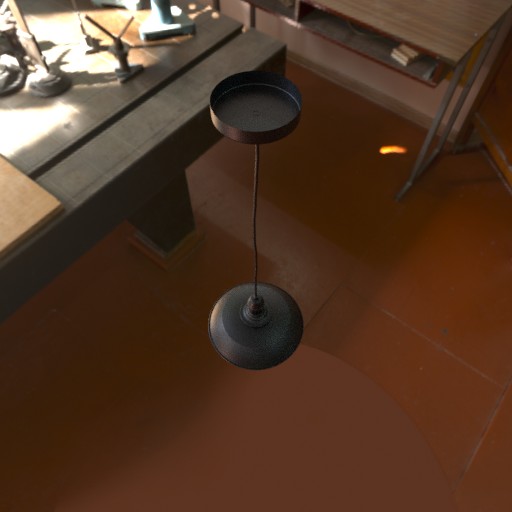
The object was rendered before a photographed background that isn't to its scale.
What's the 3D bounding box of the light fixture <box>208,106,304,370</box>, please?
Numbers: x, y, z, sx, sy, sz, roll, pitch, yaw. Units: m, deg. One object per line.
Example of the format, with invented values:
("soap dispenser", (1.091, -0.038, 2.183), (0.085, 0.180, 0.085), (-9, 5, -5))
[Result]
("light fixture", (0.000, 0.000, 1.168), (0.331, 0.993, 0.331), (-14, 59, -9))
